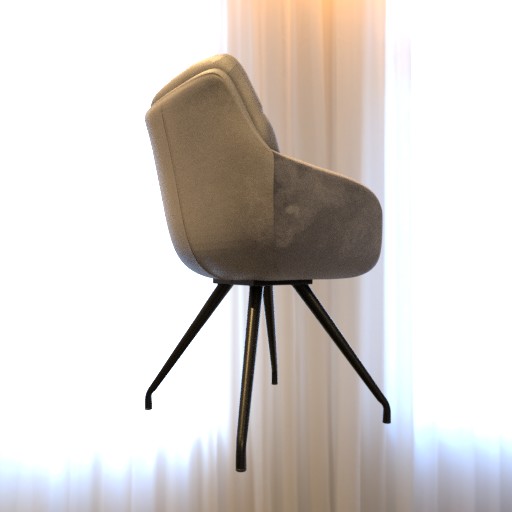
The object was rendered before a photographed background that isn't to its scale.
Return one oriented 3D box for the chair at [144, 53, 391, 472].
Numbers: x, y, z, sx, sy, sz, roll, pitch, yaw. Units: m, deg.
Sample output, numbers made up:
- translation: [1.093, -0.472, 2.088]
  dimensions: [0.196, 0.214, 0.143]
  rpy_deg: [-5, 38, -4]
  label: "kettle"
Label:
- translation: [0.000, 0.000, 1.232]
  dimensions: [0.569, 0.888, 0.579]
  rpy_deg: [1, -2, -36]
  label: "chair"
